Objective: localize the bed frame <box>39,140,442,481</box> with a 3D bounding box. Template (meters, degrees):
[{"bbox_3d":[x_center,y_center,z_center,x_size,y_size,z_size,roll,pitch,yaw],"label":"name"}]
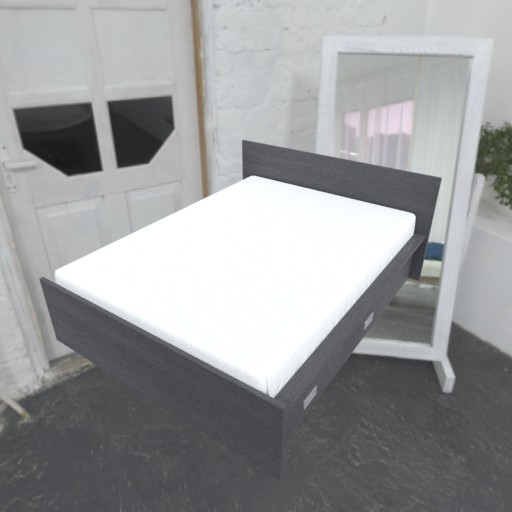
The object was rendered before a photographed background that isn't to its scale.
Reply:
[{"bbox_3d":[0.000,0.000,2.823,1.622,0.800,1.960,19,35,30],"label":"bed frame"}]
